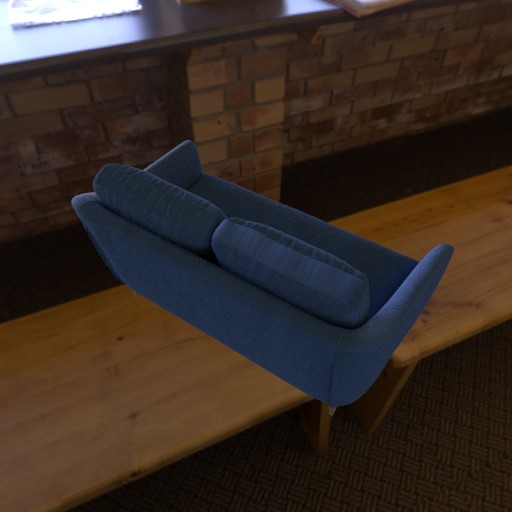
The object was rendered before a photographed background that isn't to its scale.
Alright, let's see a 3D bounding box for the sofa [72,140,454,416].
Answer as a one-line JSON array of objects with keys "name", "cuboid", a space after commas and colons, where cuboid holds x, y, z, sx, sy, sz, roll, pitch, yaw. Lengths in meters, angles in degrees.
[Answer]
[{"name": "sofa", "cuboid": [0.000, 0.000, 2.196, 1.619, 0.902, 0.960, 26, 51, 23]}]
